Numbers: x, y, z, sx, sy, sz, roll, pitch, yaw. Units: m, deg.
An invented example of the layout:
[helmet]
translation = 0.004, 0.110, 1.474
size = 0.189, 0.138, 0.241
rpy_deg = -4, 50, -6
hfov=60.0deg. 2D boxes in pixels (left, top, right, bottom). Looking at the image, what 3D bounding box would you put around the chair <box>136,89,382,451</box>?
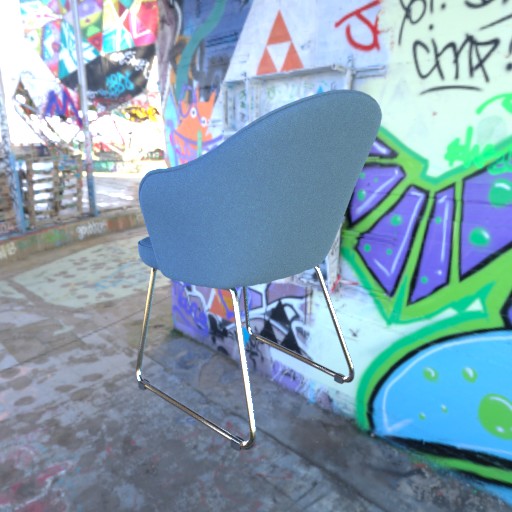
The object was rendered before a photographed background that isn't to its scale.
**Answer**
[chair]
translation = 0.000, 0.000, 1.211
size = 0.570, 0.815, 0.585
rpy_deg = -15, 21, -43
